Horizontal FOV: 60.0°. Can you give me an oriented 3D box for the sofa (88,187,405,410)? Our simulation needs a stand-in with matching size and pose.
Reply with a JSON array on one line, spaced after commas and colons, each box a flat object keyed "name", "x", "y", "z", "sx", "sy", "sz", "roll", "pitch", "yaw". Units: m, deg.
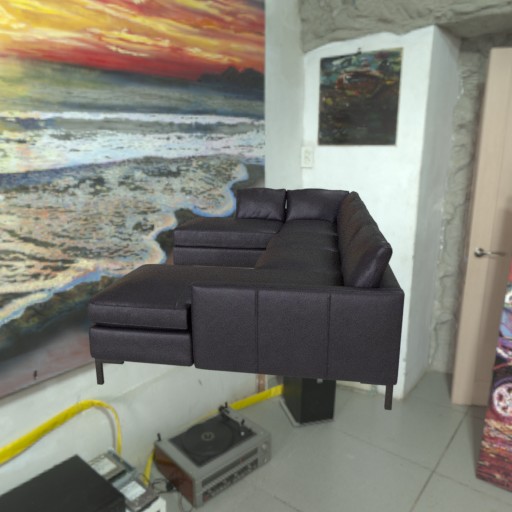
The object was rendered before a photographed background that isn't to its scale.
[{"name": "sofa", "x": 0.000, "y": 0.000, "z": 3.739, "sx": 1.939, "sy": 0.900, "sz": 2.956, "roll": 2, "pitch": 14, "yaw": 9}]
